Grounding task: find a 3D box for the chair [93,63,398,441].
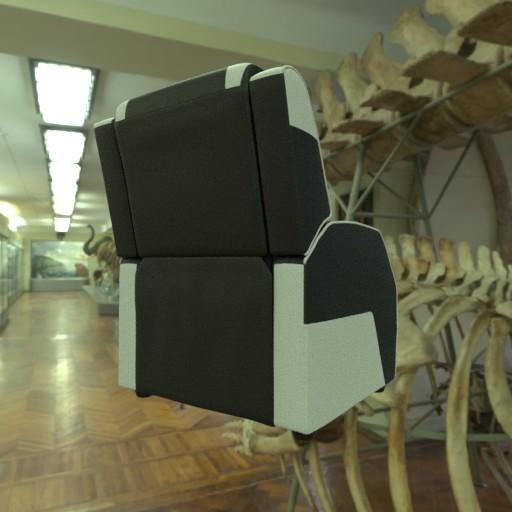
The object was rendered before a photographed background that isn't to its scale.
[{"bbox_3d":[0.000,0.000,1.279,0.620,0.805,0.672,-1,-1,36],"label":"chair"}]
